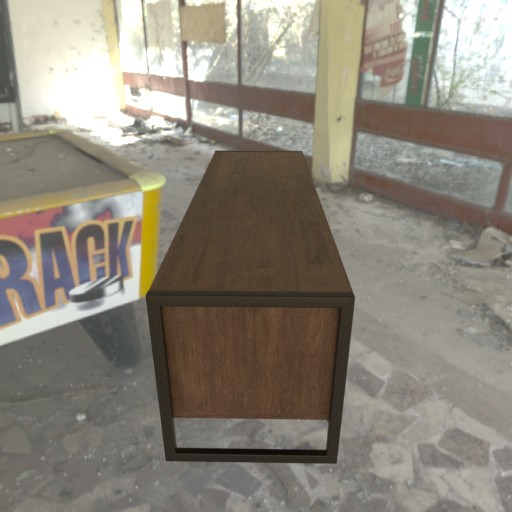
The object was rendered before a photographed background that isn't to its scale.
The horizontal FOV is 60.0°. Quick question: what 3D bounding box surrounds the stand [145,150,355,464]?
[{"bbox_3d":[0.000,0.000,1.727,0.454,0.506,1.480,0,25,1],"label":"stand"}]
